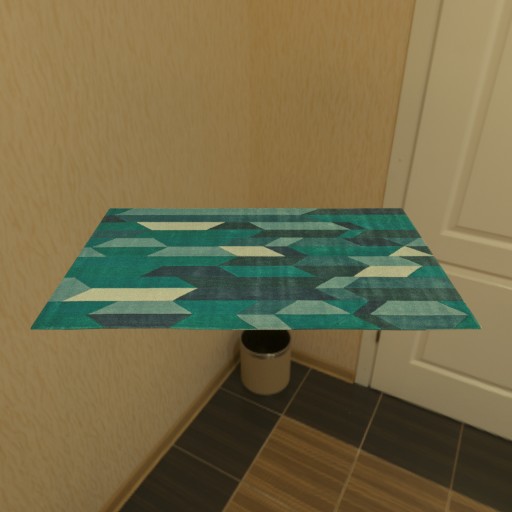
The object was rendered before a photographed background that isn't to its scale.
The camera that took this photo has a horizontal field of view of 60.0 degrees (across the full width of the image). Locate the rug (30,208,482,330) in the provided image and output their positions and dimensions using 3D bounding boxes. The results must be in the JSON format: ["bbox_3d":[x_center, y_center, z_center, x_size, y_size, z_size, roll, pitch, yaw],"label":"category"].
[{"bbox_3d":[0.000,0.000,3.017,2.420,0.005,1.528,0,31,0],"label":"rug"}]
